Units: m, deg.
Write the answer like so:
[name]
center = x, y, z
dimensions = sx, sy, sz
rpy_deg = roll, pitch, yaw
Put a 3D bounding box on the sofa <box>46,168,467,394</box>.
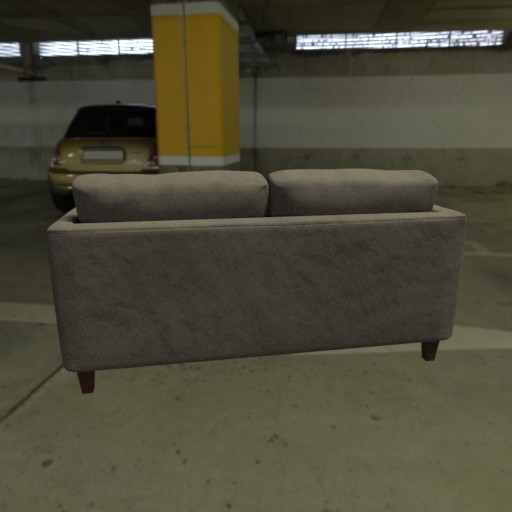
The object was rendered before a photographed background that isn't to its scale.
[sofa]
center = 0.000, 0.000, 2.415
dimensions = 1.884, 0.963, 0.950
rpy_deg = -3, 16, -10
